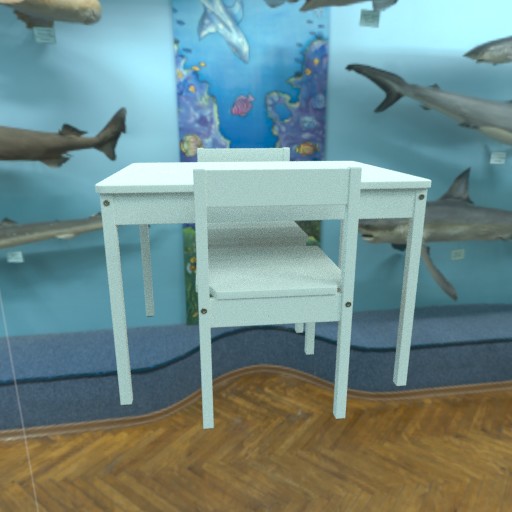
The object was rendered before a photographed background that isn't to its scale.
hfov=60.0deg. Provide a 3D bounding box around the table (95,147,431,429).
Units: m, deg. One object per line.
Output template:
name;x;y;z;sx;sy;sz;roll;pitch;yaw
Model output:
table;0.000;0.000;1.128;0.650;0.503;0.672;-2;17;-6
